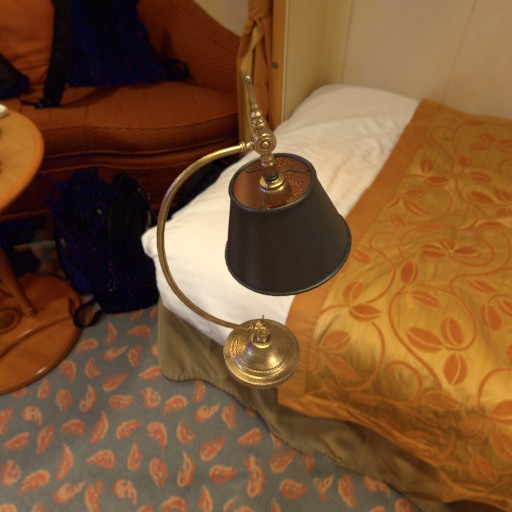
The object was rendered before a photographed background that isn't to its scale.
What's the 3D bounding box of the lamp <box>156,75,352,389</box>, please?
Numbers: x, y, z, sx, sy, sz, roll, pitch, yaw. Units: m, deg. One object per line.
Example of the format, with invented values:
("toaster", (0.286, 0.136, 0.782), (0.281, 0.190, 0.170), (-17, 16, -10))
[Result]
("lamp", (0.000, 0.000, 0.816), (0.344, 0.675, 0.235), (-10, 47, -10))
